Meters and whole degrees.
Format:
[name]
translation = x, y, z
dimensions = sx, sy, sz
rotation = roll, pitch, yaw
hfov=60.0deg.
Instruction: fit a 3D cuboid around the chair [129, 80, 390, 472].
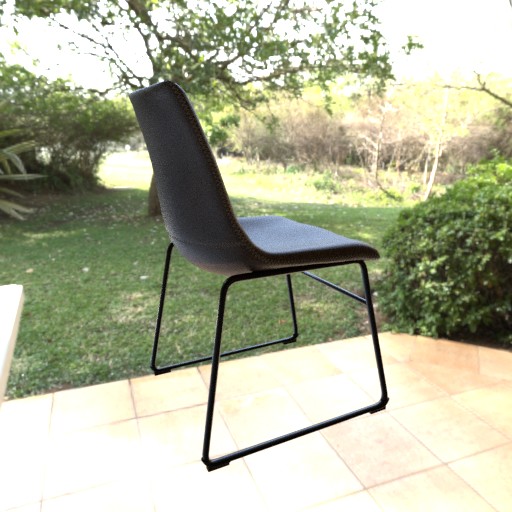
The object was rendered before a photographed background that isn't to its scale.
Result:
[chair]
translation = 0.000, 0.000, 1.125
dimensions = 0.550, 0.780, 0.460
rotation = -8, 17, -26
